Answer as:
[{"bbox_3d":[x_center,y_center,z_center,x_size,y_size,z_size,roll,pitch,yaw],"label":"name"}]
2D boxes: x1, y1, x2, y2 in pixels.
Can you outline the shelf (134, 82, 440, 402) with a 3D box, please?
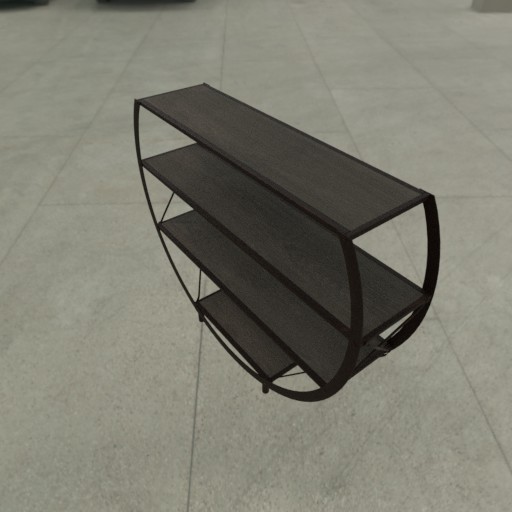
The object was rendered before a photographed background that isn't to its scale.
[{"bbox_3d":[0.000,0.000,1.880,0.344,1.063,1.403,-26,46,-28],"label":"shelf"}]
